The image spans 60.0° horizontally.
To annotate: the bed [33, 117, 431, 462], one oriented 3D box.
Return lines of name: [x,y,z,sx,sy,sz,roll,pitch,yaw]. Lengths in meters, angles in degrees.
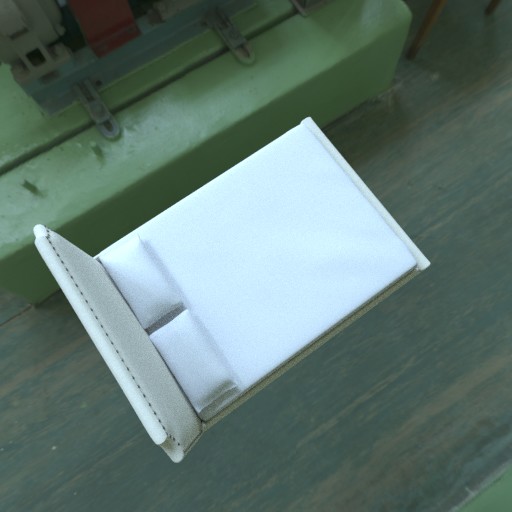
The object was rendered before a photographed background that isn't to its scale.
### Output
bed: [0.000,0.000,3.403,2.372,1.443,1.712,-34,78,-8]
